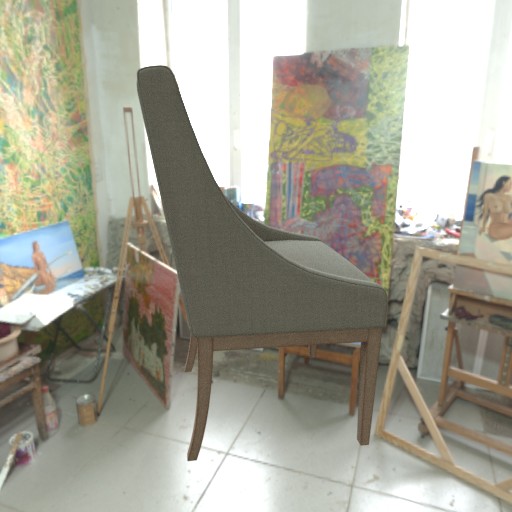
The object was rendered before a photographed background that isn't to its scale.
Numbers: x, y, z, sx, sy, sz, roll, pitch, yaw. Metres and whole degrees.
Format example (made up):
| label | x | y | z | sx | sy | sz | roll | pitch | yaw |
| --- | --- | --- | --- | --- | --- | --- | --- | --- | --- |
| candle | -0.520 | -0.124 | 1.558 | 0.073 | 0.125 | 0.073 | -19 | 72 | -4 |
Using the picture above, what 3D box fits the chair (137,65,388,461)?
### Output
| label | x | y | z | sx | sy | sz | roll | pitch | yaw |
| --- | --- | --- | --- | --- | --- | --- | --- | --- | --- |
| chair | 0.000 | 0.000 | 1.367 | 0.611 | 1.021 | 0.575 | -3 | 16 | -9 |
